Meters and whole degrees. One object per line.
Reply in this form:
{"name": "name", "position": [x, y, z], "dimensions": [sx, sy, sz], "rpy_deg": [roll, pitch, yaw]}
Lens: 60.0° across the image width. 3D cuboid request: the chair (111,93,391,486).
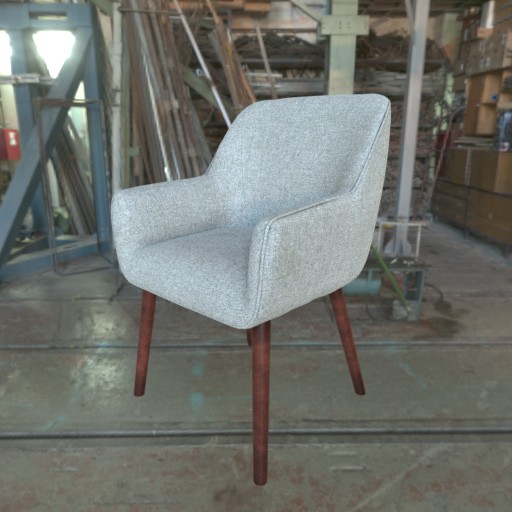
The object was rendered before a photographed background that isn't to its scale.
{"name": "chair", "position": [0.000, 0.000, 1.146], "dimensions": [0.543, 0.803, 0.519], "rpy_deg": [14, 21, 42]}
